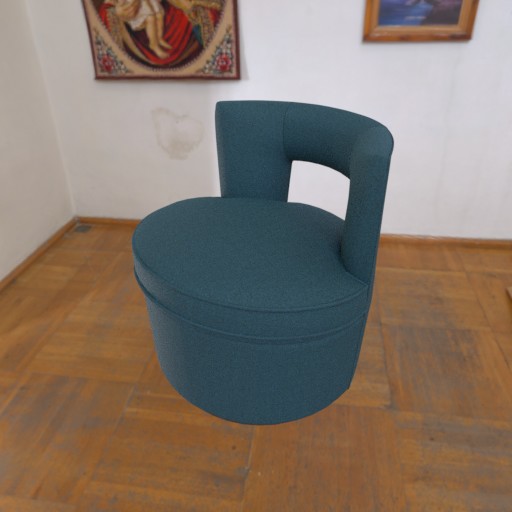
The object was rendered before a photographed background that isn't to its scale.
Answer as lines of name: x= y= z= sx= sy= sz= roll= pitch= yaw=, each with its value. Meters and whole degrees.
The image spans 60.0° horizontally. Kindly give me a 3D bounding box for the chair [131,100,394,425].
chair: x=0.000 y=0.000 z=1.235 sx=0.660 sy=0.711 sz=0.684 roll=-21 pitch=37 yaw=-31
